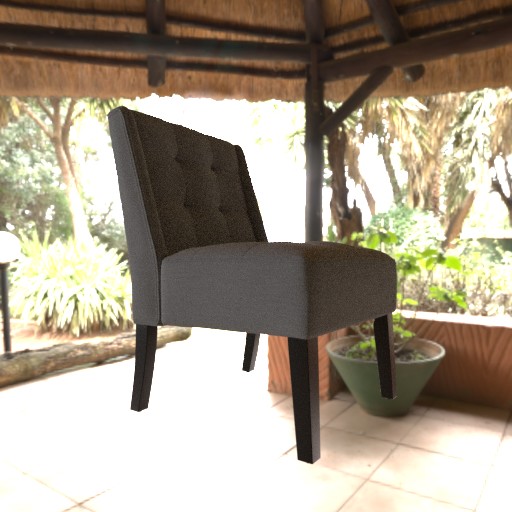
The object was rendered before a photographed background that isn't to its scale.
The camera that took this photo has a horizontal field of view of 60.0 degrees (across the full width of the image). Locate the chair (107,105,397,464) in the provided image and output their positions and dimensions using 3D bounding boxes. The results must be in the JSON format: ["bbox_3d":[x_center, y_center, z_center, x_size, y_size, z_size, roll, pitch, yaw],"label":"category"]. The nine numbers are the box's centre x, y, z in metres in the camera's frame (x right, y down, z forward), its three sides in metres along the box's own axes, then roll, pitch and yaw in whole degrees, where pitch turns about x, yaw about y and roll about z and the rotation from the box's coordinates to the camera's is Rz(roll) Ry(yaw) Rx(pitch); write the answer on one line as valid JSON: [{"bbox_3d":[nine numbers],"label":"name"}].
[{"bbox_3d":[0.000,0.000,1.299,0.676,0.853,0.569,0,0,35],"label":"chair"}]
